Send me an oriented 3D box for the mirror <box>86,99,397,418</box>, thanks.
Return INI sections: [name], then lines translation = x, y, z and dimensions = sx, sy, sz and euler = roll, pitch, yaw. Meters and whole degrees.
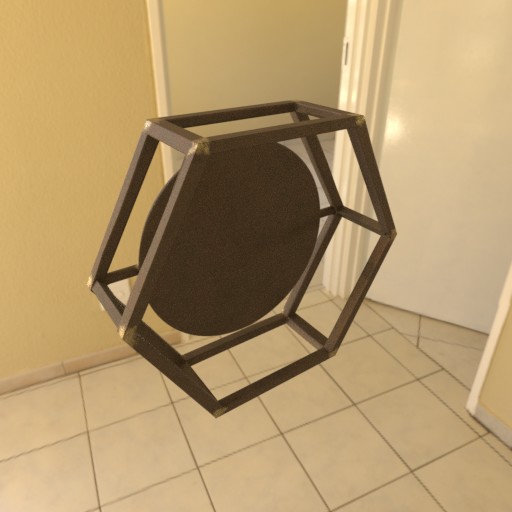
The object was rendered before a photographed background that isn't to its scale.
[mirror]
translation = 0.000, 0.000, 0.545
dimensions = 0.380, 0.334, 0.119
euler = -19, 34, -30
